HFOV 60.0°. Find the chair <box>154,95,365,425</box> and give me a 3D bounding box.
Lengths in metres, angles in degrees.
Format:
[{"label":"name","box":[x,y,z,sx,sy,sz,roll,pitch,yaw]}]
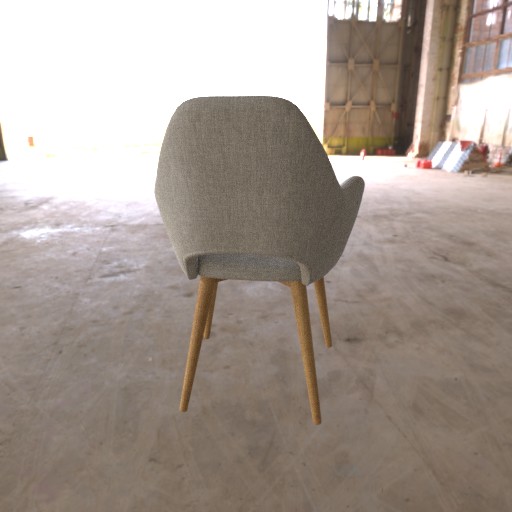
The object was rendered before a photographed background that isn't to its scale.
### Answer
[{"label":"chair","box":[0.000,0.000,1.274,0.590,0.840,0.610,2,17,8]}]
